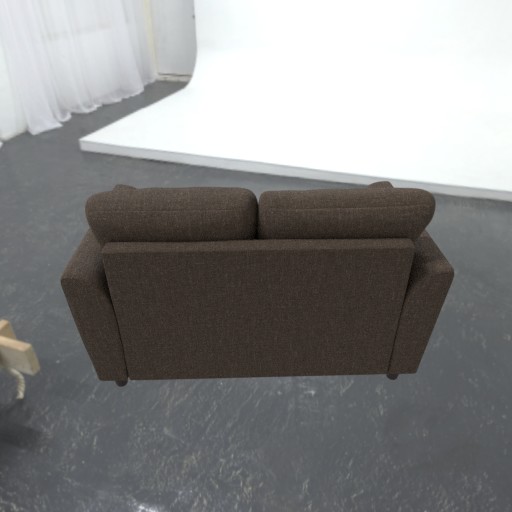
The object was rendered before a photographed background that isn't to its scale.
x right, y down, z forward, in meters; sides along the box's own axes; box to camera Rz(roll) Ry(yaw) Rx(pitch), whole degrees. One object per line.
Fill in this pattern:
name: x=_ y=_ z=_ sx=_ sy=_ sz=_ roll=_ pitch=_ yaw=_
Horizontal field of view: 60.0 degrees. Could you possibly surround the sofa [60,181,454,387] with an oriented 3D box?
sofa: x=0.000 y=0.000 z=2.034 sx=1.423 sy=0.885 sz=0.851 roll=-1 pitch=33 yaw=-2
